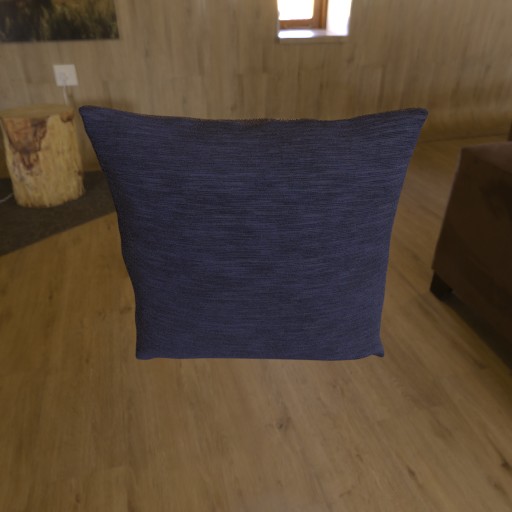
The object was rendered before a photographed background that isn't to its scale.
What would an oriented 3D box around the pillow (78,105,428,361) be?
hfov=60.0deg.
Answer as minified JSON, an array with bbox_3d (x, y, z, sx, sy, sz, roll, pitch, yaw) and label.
[{"bbox_3d":[0.000,0.000,0.672,0.452,0.439,0.204,0,31,0],"label":"pillow"}]
